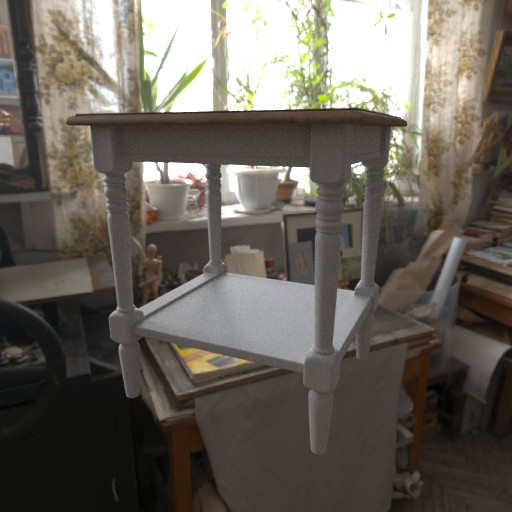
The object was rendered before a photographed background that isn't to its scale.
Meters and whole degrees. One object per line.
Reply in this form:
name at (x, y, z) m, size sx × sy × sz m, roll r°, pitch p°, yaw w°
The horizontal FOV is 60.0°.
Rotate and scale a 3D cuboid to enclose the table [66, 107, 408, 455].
table at (0.000, 0.000, 0.929) m, size 0.508 × 0.561 × 0.457 m, roll 7°, pitch 17°, yaw 24°
